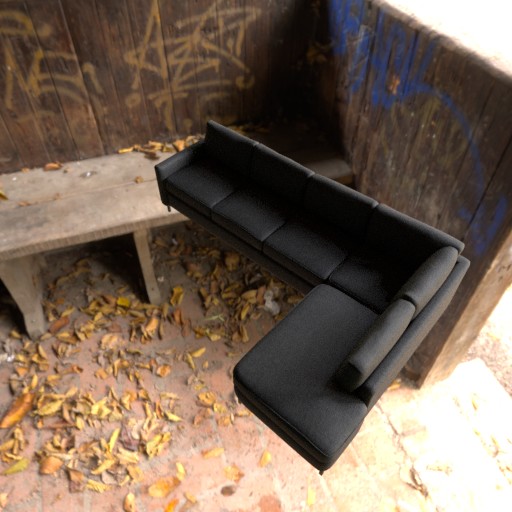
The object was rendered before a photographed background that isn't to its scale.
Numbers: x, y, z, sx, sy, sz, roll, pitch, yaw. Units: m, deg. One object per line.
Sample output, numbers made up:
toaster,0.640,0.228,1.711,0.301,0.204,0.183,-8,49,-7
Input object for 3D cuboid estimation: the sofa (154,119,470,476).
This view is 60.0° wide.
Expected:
sofa,0.000,0.000,3.841,2.972,0.858,1.984,33,55,27
